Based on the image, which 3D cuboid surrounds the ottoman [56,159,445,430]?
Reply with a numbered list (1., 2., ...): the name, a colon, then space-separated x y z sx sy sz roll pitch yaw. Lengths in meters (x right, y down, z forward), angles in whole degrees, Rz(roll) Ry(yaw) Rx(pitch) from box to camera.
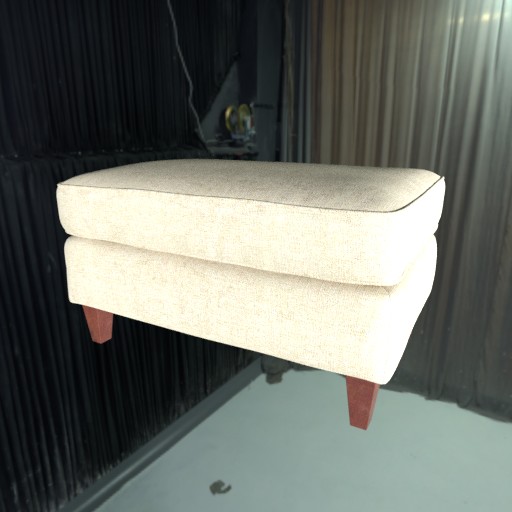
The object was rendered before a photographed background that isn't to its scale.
1. ottoman: 0.000 0.000 1.191 0.862 0.484 0.583 9 19 28
